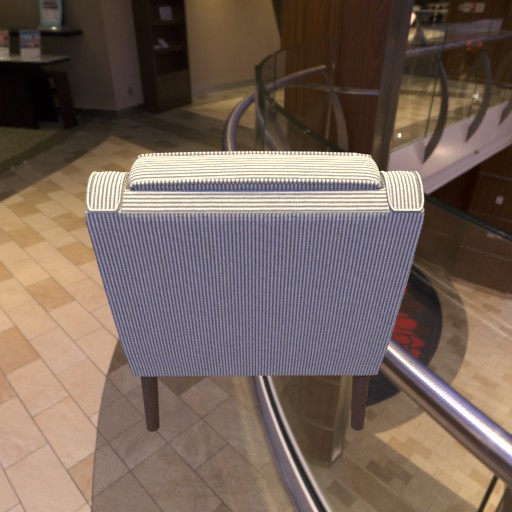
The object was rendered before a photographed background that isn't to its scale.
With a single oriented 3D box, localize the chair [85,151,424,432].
[{"bbox_3d":[0.000,0.000,1.311,0.663,0.792,0.743,0,31,0],"label":"chair"}]
